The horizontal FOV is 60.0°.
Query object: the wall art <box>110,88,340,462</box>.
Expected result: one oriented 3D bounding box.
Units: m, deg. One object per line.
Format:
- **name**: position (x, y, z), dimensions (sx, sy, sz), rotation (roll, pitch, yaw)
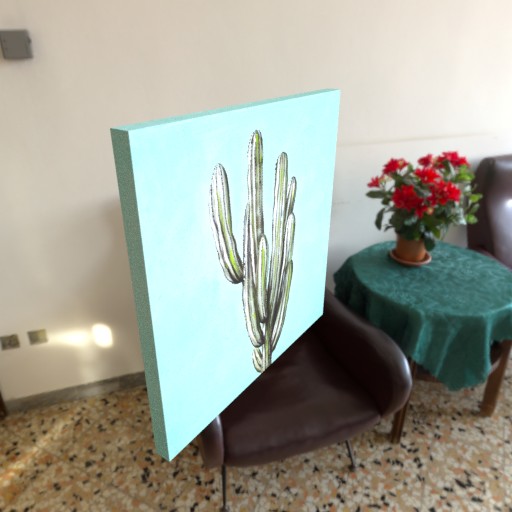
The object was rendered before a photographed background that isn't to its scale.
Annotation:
- **wall art**: position (0.000, 0.000, 0.919), dimensions (0.036, 0.603, 0.603), rotation (18, 31, 31)
